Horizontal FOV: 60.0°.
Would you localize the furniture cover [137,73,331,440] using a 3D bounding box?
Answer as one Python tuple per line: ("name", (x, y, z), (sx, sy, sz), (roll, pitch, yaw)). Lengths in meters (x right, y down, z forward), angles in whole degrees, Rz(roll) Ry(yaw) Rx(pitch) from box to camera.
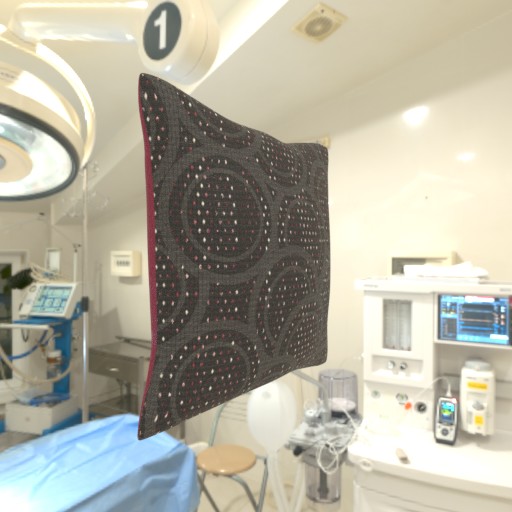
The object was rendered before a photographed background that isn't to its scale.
("furniture cover", (0.000, 0.000, 0.827), (0.193, 0.509, 0.552), (0, 1, 36))
